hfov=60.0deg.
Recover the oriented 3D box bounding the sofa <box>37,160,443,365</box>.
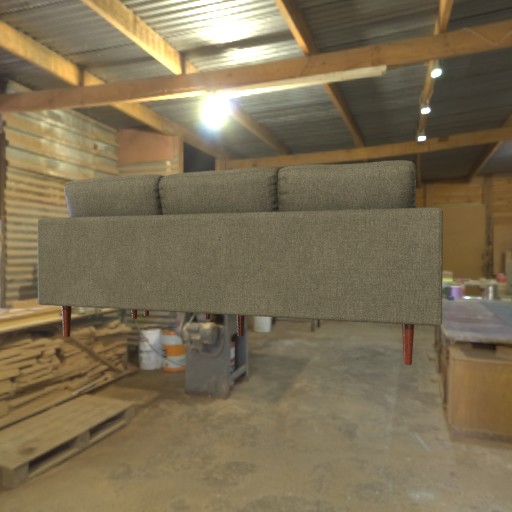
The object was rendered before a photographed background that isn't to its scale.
[{"bbox_3d":[0.000,0.000,2.965,2.233,0.956,1.504,0,1,19],"label":"sofa"}]
